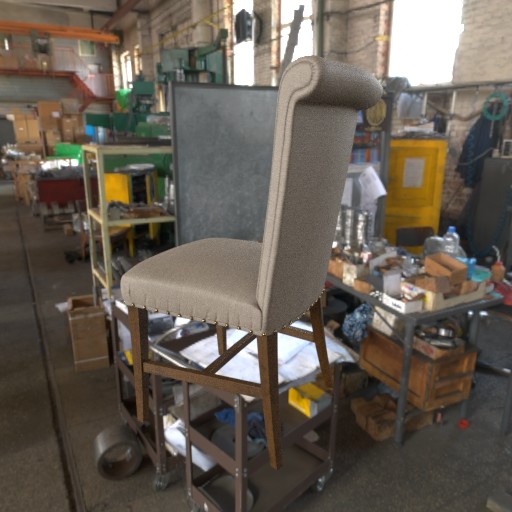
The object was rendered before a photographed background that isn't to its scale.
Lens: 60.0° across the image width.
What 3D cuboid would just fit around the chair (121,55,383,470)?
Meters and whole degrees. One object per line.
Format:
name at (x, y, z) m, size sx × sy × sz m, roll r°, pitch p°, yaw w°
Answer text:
chair at (0.000, 0.000, 1.295) m, size 0.608 × 0.988 × 0.513 m, roll 8°, pitch 18°, yaw 27°
